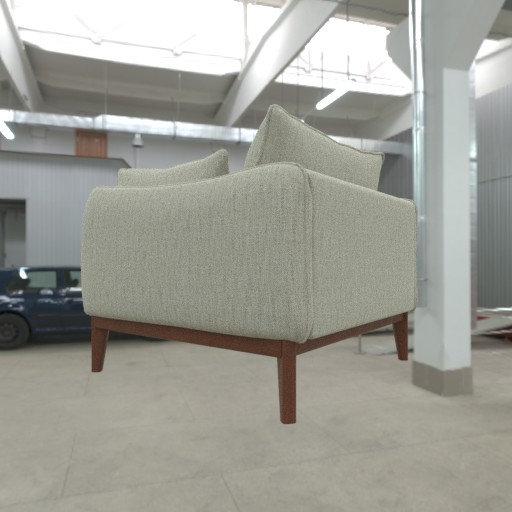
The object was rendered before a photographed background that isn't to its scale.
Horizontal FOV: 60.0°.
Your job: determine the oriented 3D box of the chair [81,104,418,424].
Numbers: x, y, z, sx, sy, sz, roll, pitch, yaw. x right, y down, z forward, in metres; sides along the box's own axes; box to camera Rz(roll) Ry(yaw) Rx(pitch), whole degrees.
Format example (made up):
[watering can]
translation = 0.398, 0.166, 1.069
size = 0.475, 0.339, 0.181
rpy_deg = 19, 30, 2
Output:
[chair]
translation = 0.000, 0.000, 1.747
size = 0.991, 0.855, 0.994
rpy_deg = 0, 0, 37
